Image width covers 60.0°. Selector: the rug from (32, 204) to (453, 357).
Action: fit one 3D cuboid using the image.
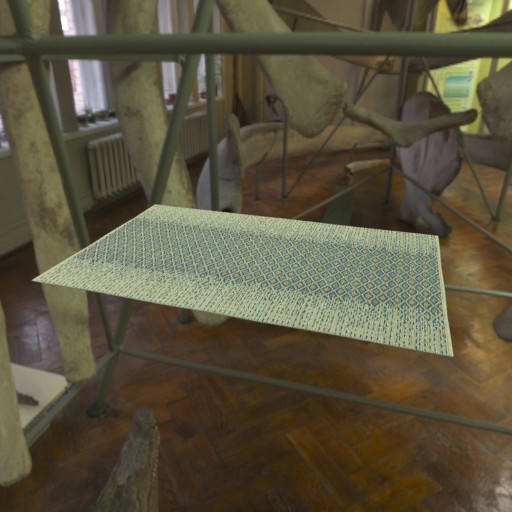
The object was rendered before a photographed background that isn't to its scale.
[{"bbox_3d":[0.000,0.000,3.086,2.448,0.008,1.541,8,26,16],"label":"rug"}]
